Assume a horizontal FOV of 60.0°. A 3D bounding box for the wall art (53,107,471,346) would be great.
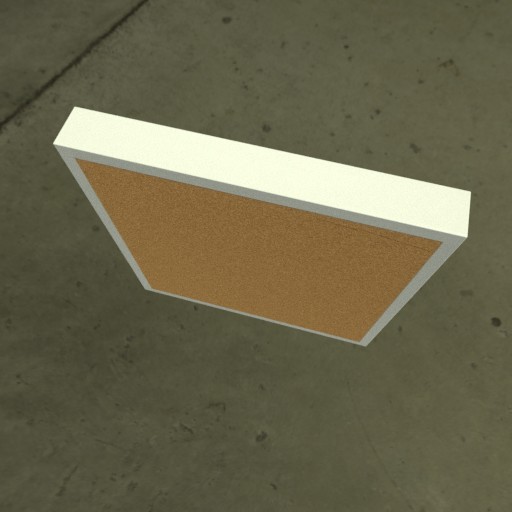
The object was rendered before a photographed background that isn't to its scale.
[{"bbox_3d":[0.000,0.000,0.460,0.305,0.305,0.038,14,66,6],"label":"wall art"}]
